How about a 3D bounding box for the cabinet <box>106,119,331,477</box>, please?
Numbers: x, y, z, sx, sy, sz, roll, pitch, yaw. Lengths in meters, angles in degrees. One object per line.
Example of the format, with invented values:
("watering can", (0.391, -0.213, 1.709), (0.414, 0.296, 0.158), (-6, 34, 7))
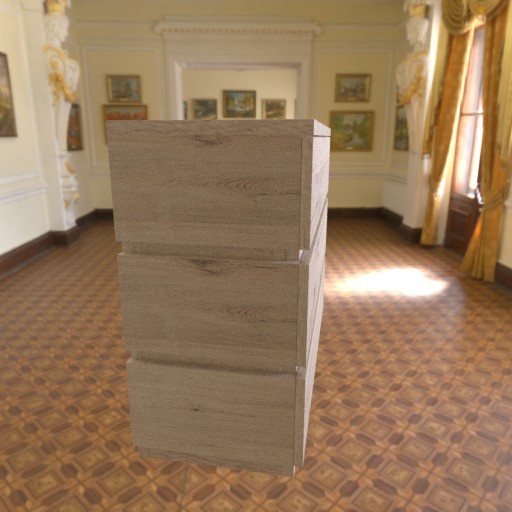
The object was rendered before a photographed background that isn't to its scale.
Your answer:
("cabinet", (0.000, 0.000, 1.457), (0.420, 0.820, 1.040), (3, 15, 11))
